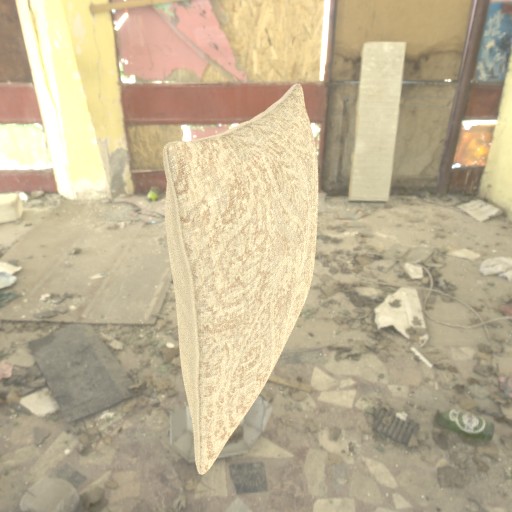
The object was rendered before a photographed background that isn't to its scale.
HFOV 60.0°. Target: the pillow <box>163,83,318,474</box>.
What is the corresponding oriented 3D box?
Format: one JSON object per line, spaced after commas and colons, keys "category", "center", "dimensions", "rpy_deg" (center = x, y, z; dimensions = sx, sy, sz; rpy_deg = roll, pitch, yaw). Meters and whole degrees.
{"category": "pillow", "center": [0.000, 0.000, 0.778], "dimensions": [0.166, 0.510, 0.523], "rpy_deg": [10, 30, 18]}
